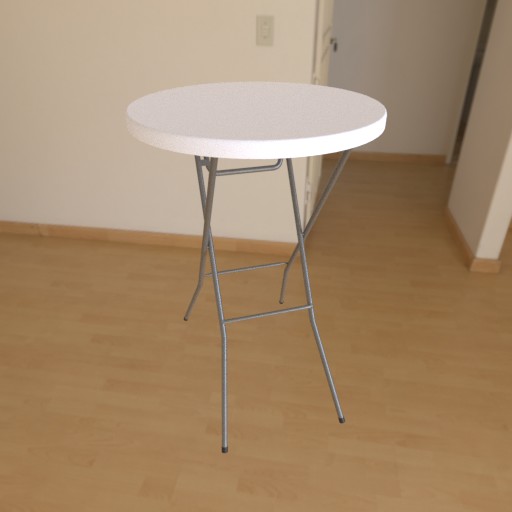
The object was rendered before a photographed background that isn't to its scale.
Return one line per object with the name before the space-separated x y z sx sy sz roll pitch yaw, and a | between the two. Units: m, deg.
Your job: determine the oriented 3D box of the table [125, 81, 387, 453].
table | 0.000 0.000 1.663 0.792 1.105 0.795 -8 32 -14
